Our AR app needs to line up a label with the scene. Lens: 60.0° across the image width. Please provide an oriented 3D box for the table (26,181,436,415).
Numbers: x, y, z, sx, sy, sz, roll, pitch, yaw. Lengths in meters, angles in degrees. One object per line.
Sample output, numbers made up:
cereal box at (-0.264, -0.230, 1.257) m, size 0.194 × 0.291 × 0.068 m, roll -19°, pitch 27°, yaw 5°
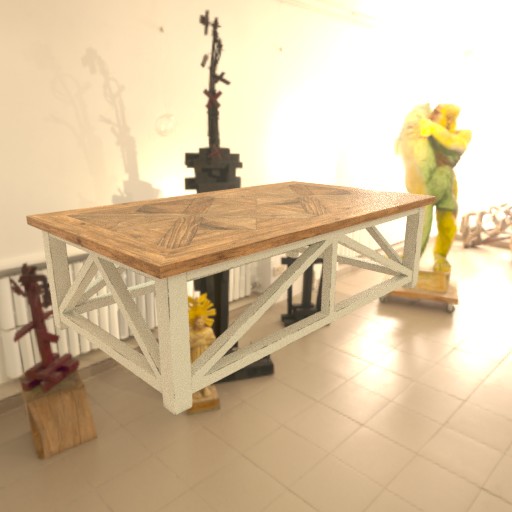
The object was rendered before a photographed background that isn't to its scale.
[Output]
table at (0.000, 0.000, 1.761) m, size 0.800 × 0.410 × 1.400 m, roll 16°, pitch 22°, yaw 42°
